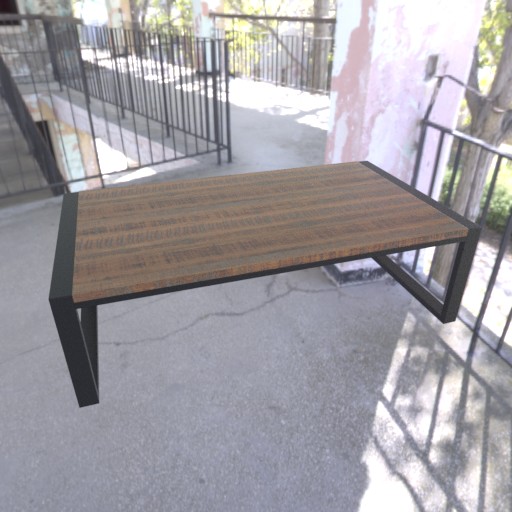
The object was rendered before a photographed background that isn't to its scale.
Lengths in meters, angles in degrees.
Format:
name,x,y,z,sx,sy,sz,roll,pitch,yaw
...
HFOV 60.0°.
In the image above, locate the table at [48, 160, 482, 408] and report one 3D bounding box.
name,x,y,z,sx,sy,sz,roll,pitch,yaw
table,0.000,0.000,1.714,1.350,0.400,0.750,-9,31,-15
